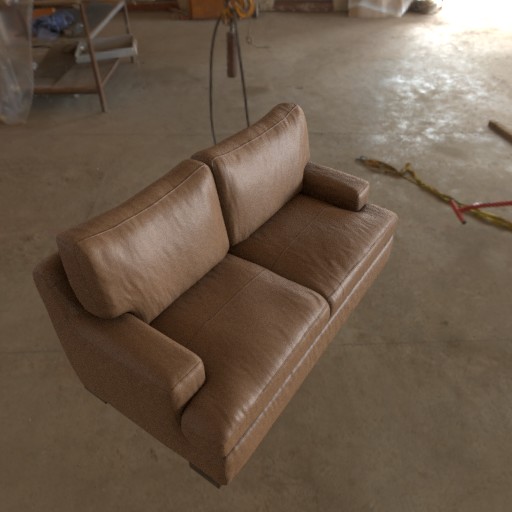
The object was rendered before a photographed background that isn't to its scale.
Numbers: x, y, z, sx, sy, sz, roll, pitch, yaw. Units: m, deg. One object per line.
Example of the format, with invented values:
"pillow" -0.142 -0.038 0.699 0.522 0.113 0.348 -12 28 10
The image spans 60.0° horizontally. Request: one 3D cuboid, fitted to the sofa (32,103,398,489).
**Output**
"sofa" 0.000 0.000 2.334 0.962 0.980 1.855 24 46 26
